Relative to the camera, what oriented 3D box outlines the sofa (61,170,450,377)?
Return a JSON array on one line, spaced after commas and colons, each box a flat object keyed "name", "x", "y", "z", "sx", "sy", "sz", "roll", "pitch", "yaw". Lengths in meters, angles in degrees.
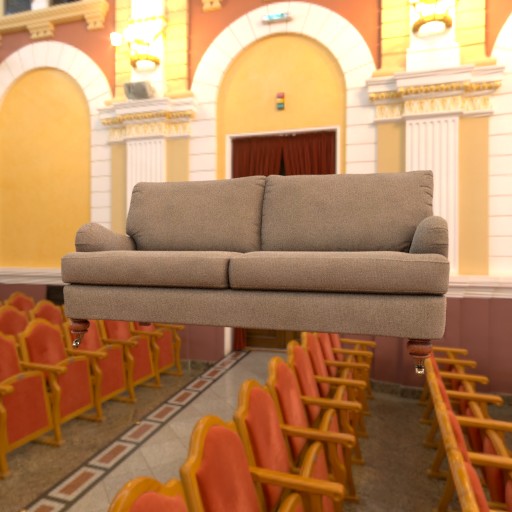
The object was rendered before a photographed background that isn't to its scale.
[{"name": "sofa", "x": 0.000, "y": 0.000, "z": 2.796, "sx": 2.193, "sy": 1.096, "sz": 1.069, "roll": 0, "pitch": 1, "yaw": 18}]
